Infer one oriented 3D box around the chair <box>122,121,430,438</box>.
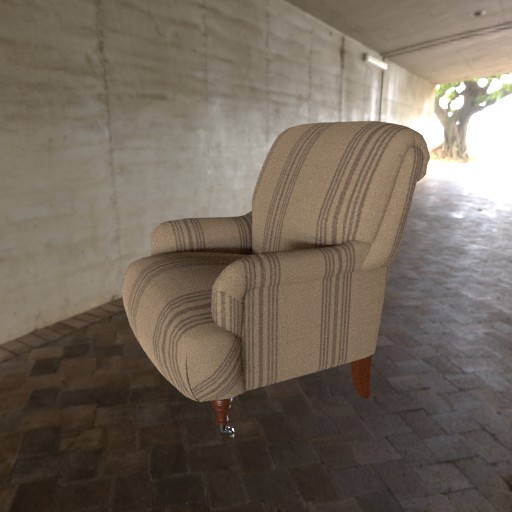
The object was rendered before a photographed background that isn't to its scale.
[{"bbox_3d":[0.000,0.000,1.608,0.914,0.940,0.813,-7,17,-26],"label":"chair"}]
